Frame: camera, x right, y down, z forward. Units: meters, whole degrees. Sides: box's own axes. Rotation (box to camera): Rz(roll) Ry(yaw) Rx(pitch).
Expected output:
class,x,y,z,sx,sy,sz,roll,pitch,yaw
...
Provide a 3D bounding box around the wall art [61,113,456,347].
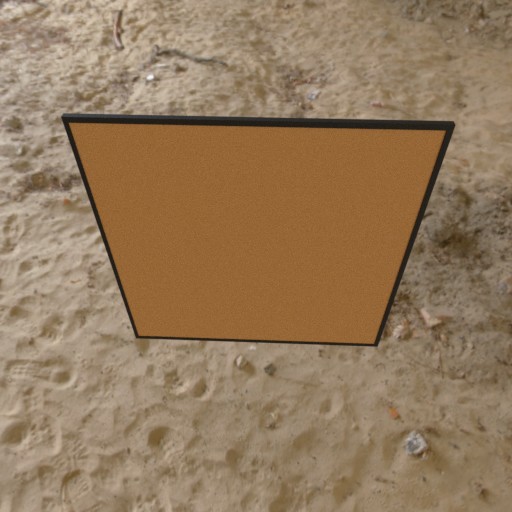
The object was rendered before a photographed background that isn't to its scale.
class,x,y,z,sx,sy,sz,roll,pitch,yaw
wall art,0.000,0.000,0.986,0.664,0.663,0.015,2,45,2
